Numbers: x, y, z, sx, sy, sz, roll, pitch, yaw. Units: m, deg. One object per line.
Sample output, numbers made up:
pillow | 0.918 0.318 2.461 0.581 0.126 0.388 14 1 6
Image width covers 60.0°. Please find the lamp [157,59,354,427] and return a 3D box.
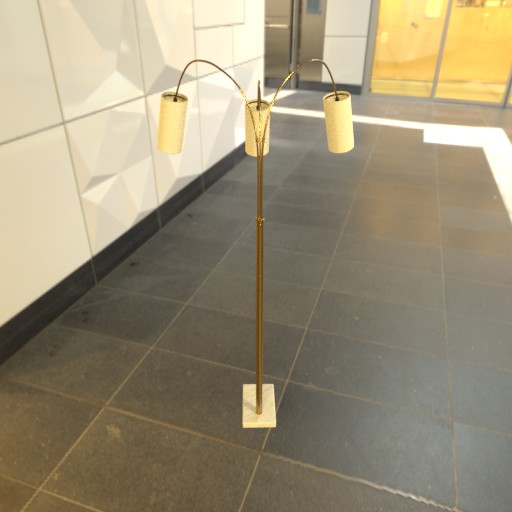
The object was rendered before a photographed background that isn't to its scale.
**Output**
lamp | 0.000 0.000 2.506 1.020 2.055 0.667 -1 30 -1
